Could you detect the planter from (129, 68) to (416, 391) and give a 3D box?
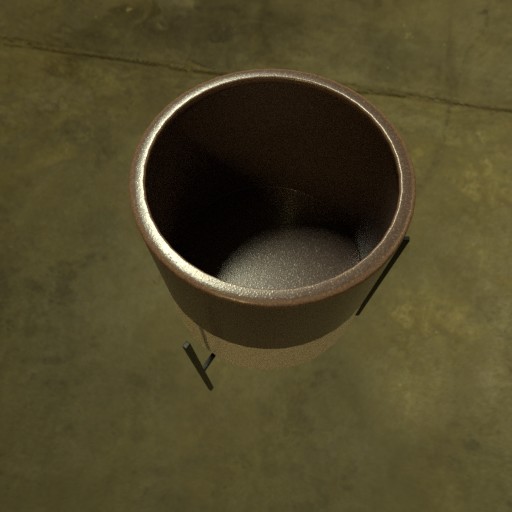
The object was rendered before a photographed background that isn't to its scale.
[{"bbox_3d":[0.000,0.000,0.521,0.250,0.353,0.260,-31,68,-14],"label":"planter"}]
